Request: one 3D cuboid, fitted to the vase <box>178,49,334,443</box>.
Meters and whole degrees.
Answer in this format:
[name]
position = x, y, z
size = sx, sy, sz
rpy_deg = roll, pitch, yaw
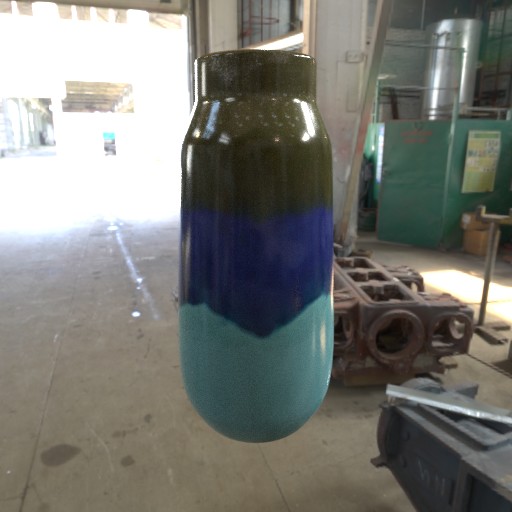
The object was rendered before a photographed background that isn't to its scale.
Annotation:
[vase]
position = 0.000, 0.000, 0.381
size = 0.139, 0.313, 0.139
rpy_deg = 0, 15, 0
